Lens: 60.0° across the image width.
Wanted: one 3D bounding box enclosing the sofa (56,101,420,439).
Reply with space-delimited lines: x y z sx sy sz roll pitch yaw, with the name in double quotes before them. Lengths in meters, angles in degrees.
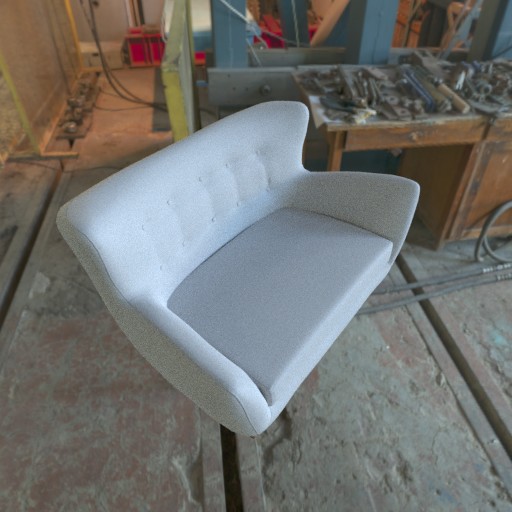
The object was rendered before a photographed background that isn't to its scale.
"sofa" 0.000 0.000 1.946 0.921 0.878 1.424 26 47 27
